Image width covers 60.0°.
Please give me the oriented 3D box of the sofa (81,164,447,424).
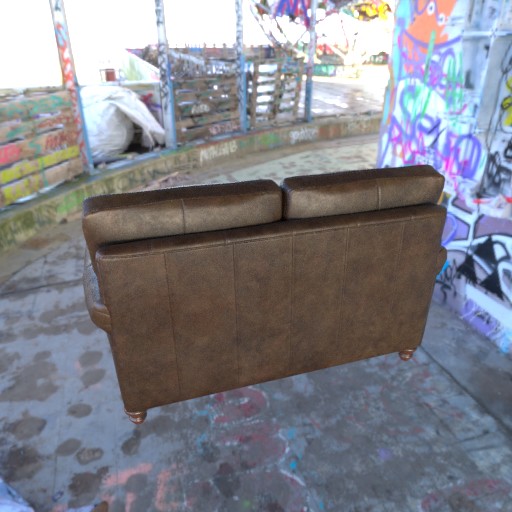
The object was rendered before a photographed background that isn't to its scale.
[{"bbox_3d":[0.000,0.000,2.237,1.616,0.976,0.990,-8,27,-16],"label":"sofa"}]
